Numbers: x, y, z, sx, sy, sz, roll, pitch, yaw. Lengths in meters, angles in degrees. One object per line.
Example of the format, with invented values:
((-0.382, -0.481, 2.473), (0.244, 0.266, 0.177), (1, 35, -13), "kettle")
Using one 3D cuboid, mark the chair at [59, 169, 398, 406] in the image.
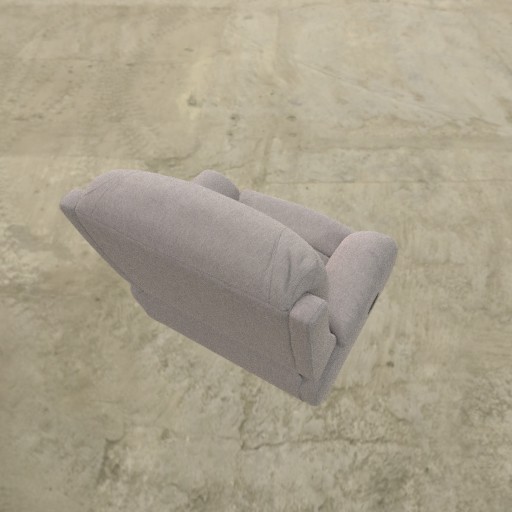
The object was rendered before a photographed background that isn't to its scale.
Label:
((0.000, 0.000, 1.727), (0.930, 1.011, 0.899), (24, 51, 21), "chair")
